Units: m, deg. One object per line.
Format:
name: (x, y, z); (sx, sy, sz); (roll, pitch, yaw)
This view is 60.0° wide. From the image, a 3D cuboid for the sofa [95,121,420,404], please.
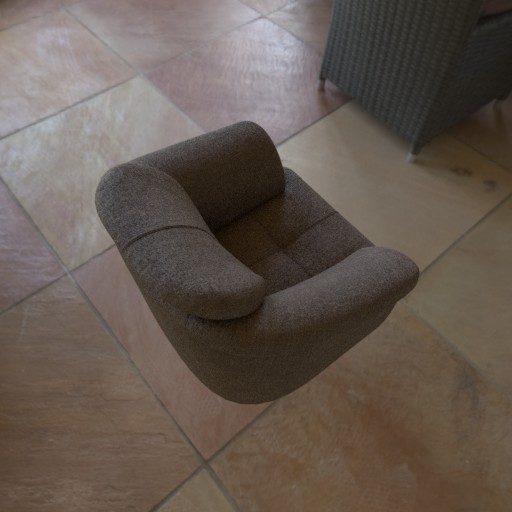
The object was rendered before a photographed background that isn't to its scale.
sofa: (0.000, 0.000, 1.495); (0.794, 0.811, 0.870); (-32, 62, -19)
